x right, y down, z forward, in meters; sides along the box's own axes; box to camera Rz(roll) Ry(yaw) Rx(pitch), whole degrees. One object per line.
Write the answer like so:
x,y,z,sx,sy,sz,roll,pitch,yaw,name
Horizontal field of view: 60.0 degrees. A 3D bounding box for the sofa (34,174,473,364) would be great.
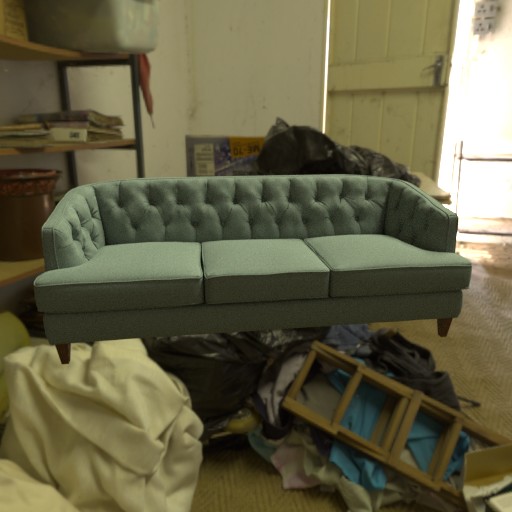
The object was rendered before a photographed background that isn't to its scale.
0.000,0.000,2.664,2.278,0.855,0.941,-2,17,-8,sofa
